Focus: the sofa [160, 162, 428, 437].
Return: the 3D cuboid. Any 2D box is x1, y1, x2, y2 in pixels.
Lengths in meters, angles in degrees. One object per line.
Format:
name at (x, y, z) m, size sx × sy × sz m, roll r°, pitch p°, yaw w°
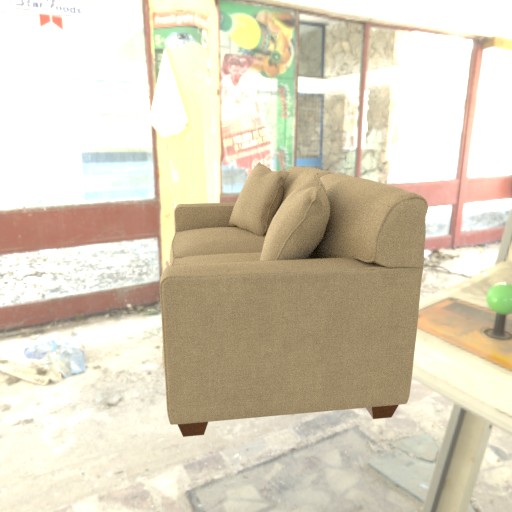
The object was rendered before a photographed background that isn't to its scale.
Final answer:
sofa at (0.000, 0.000, 2.464) m, size 0.998 × 0.958 × 1.846 m, roll -2°, pitch 15°, yaw -8°
